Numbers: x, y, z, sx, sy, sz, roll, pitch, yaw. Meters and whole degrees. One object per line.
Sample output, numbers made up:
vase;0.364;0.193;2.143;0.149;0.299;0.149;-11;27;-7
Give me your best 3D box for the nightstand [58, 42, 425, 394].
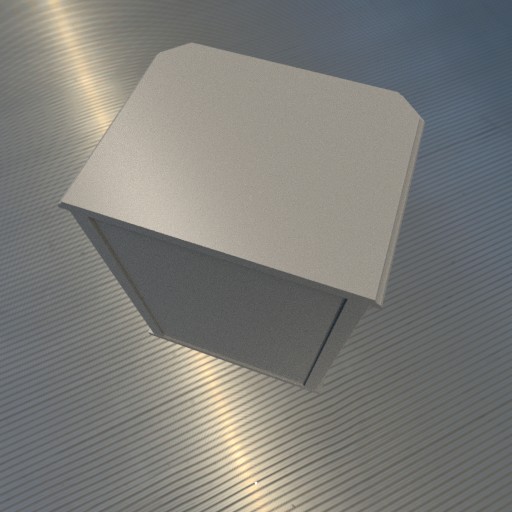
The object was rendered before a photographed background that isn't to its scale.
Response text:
nightstand;0.000;0.000;0.917;0.435;0.680;0.348;17;64;9
